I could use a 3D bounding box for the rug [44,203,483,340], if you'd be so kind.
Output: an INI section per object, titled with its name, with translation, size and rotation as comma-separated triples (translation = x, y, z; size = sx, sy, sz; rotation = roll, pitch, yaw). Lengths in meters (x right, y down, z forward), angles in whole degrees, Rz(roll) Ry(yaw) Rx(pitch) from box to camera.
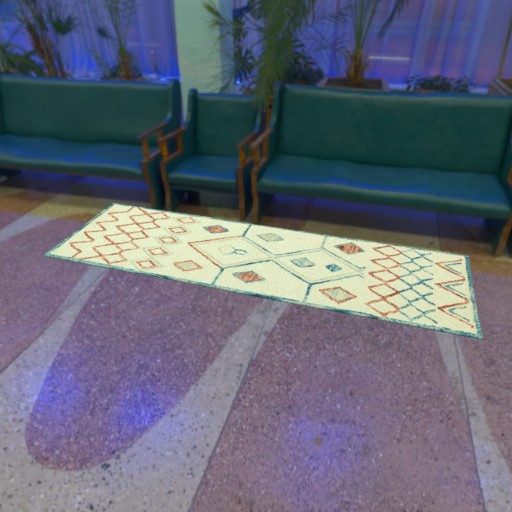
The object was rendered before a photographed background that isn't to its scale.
[rug]
translation = 0.000, 0.000, 2.657
size = 2.435, 0.011, 0.750
rotation = 9, 34, 14
